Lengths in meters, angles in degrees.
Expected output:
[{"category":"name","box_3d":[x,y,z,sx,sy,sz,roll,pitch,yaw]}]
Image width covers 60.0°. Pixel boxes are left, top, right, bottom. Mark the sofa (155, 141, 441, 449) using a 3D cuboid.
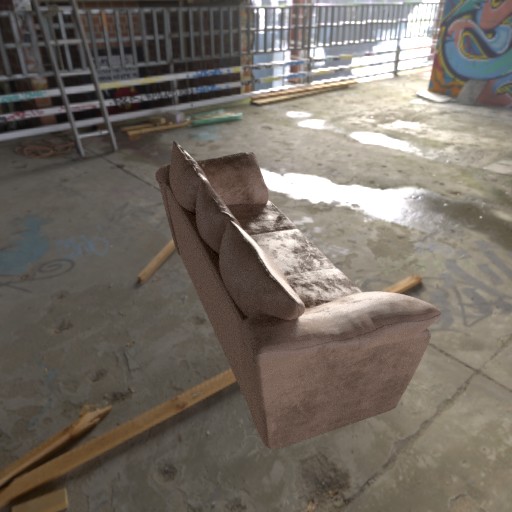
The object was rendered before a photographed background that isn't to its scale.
[{"category":"sofa","box_3d":[0.000,0.000,2.864,0.893,0.981,2.377,-11,33,-18]}]
